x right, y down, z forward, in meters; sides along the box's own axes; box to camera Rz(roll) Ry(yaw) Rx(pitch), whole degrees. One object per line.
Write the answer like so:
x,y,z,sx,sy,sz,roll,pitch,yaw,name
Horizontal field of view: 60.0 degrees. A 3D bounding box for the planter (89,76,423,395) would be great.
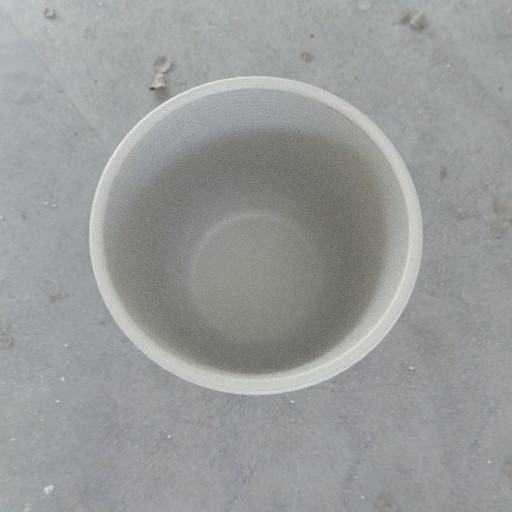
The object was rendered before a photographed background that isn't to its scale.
0.000,0.000,0.216,0.124,0.109,0.124,0,76,0,planter
